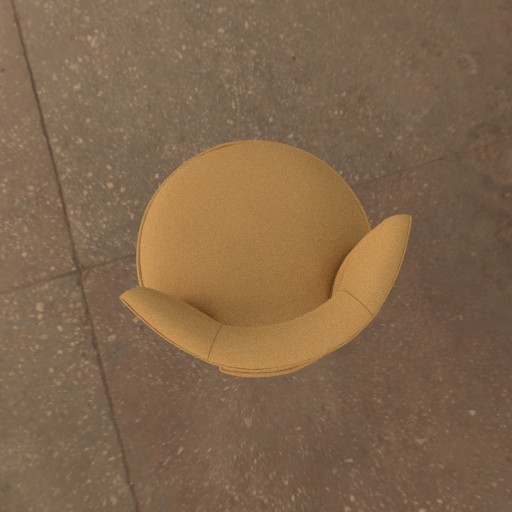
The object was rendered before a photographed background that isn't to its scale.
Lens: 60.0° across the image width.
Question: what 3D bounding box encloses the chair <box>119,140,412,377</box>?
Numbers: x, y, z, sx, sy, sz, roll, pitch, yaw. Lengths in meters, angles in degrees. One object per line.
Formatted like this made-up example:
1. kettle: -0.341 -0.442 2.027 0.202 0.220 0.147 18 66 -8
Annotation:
1. chair: 0.000 0.000 1.249 0.650 0.723 0.665 -16 76 -4
